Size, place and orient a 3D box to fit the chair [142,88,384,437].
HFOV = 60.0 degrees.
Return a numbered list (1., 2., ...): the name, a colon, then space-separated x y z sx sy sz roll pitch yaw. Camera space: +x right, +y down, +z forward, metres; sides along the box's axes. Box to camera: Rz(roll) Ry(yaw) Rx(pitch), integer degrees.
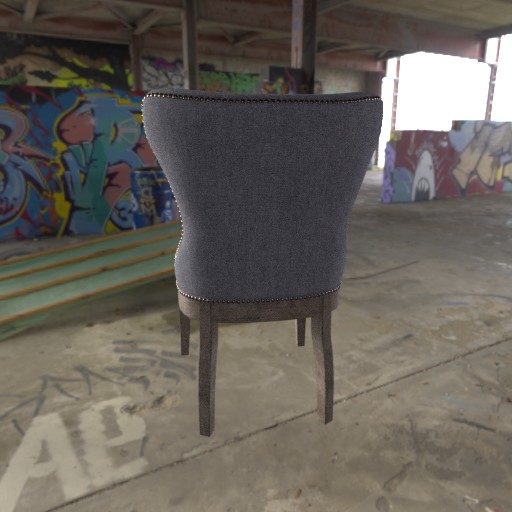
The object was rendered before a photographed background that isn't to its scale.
1. chair: 0.000 0.000 1.478 0.654 1.002 0.681 -2 15 -9
